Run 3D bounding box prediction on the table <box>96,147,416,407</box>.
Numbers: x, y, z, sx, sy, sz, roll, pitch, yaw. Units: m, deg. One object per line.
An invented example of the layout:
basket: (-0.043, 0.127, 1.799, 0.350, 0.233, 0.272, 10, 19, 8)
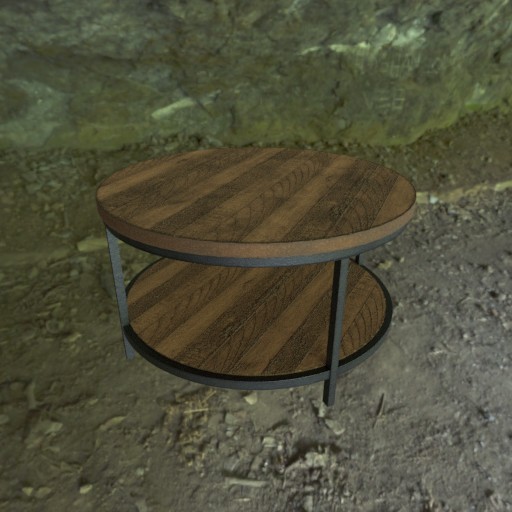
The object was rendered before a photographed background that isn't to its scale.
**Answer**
table: (0.000, 0.000, 1.316, 0.837, 0.462, 0.837, 0, 26, 0)
